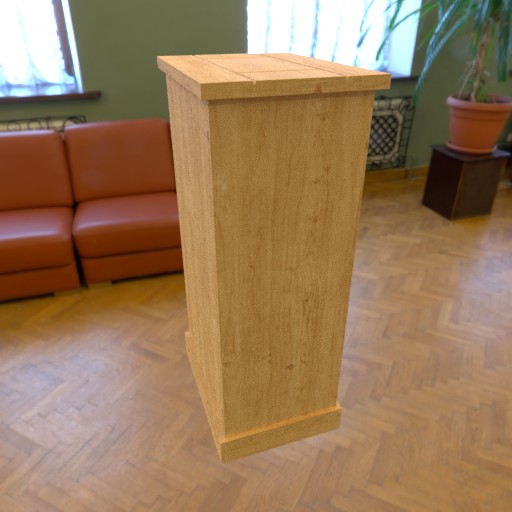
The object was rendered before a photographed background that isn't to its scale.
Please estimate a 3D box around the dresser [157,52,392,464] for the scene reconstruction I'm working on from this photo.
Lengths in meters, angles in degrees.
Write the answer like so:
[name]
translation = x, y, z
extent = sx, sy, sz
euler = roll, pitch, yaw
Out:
[dresser]
translation = 0.000, 0.000, 1.302
extent = 0.390, 1.041, 0.531
euler = -10, 31, -17
